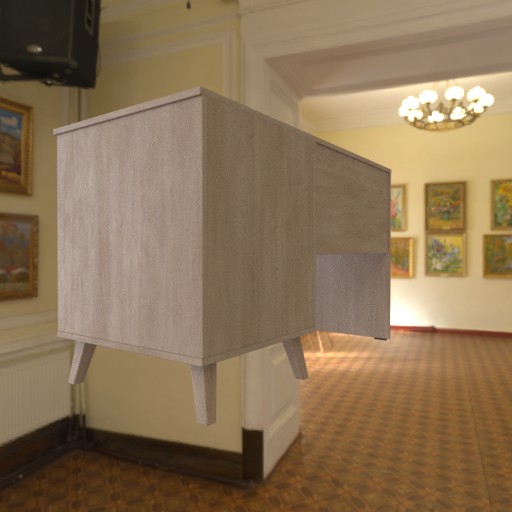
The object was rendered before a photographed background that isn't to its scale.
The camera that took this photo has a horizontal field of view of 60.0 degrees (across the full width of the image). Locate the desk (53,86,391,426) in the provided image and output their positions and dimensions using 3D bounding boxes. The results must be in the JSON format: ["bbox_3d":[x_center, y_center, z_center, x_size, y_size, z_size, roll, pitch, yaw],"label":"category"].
[{"bbox_3d":[0.000,0.000,1.667,0.600,0.770,1.251,1,1,36],"label":"desk"}]
